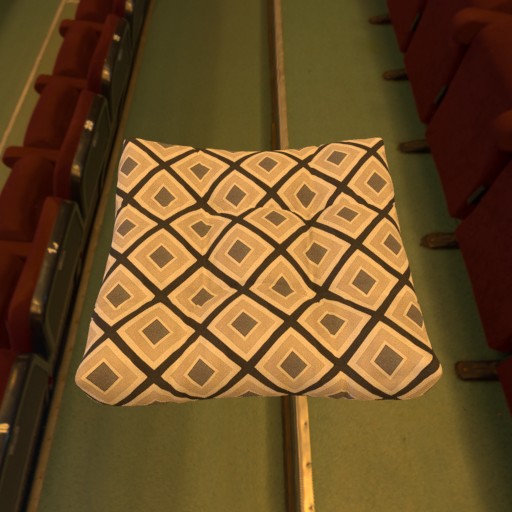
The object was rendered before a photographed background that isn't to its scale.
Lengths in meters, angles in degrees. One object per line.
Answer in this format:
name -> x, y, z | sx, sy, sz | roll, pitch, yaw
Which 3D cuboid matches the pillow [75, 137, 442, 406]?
pillow -> 0.000, 0.000, 0.728 | 0.490, 0.128, 0.468 | -1, 58, -1
